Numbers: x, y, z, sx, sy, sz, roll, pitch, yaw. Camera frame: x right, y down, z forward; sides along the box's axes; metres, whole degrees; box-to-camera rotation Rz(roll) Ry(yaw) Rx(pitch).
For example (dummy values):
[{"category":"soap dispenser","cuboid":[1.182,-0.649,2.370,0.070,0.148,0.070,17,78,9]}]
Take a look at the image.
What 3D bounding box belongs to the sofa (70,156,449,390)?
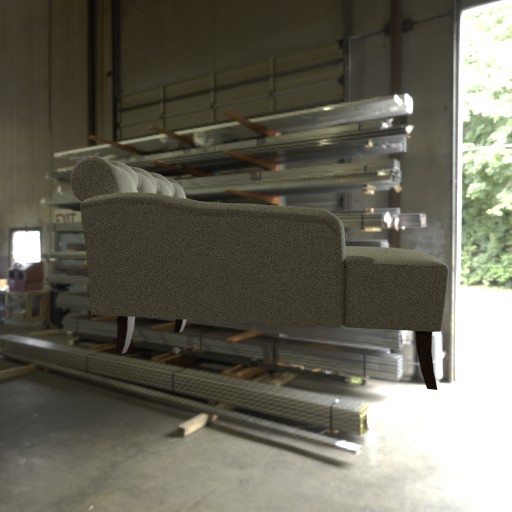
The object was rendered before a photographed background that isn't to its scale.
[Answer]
[{"category":"sofa","cuboid":[0.000,0.000,1.787,1.379,0.787,0.675,0,1,18]}]
